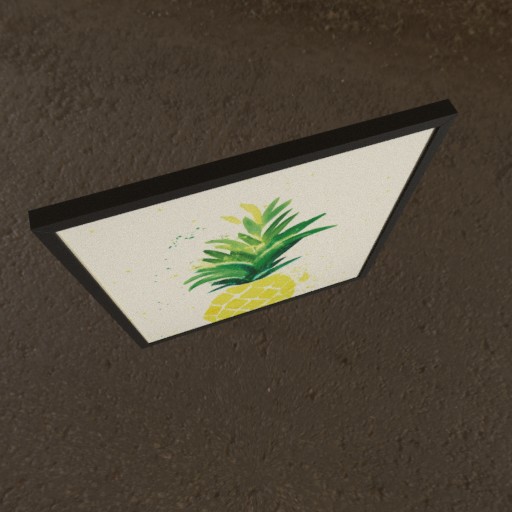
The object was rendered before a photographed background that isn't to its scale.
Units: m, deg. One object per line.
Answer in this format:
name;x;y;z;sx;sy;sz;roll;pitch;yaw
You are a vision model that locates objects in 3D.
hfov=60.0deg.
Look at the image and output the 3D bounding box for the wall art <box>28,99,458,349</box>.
wall art;0.000;0.000;1.099;0.762;0.760;0.037;-17;65;-8
